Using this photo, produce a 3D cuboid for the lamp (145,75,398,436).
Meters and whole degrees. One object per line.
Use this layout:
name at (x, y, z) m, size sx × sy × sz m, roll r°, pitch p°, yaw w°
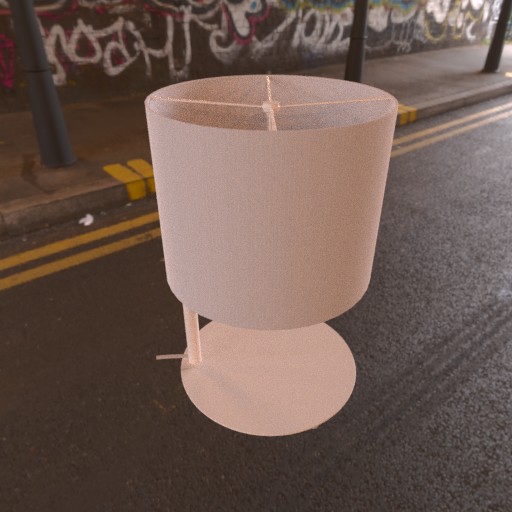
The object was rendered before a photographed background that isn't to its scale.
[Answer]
lamp at (0.000, 0.000, 0.656) m, size 0.341 × 0.454 × 0.299 m, roll 0°, pitch 32°, yaw 0°
